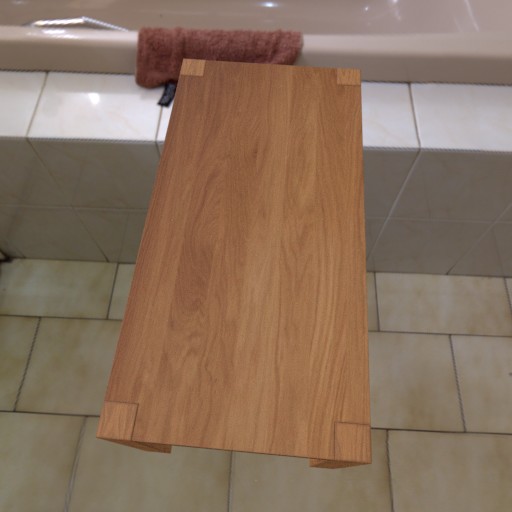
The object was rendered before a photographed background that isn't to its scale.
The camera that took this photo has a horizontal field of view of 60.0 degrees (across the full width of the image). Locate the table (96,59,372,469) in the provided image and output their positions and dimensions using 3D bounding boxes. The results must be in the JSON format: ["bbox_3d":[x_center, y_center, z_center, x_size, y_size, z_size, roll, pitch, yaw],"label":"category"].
[{"bbox_3d":[0.000,0.000,2.175,0.900,0.760,1.800,4,63,2],"label":"table"}]
